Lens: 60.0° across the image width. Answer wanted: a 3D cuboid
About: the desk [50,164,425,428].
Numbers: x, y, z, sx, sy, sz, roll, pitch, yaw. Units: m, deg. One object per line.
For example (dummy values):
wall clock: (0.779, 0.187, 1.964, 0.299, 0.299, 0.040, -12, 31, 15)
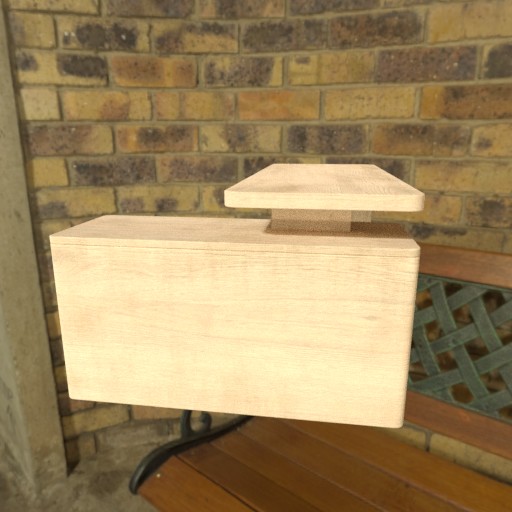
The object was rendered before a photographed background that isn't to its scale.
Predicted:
desk: (0.000, 0.000, 2.083, 1.175, 0.770, 1.400, 2, 15, 8)
